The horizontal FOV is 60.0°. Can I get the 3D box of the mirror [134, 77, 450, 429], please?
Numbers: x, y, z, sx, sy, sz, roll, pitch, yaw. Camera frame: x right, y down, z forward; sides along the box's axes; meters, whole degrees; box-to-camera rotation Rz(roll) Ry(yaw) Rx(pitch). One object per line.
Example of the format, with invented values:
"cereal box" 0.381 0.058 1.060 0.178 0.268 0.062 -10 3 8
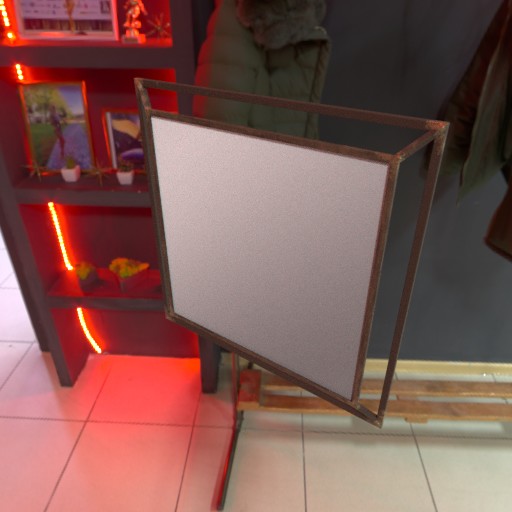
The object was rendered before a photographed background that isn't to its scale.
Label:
"mirror" 0.000 0.000 0.886 0.610 0.610 0.032 20 36 30
